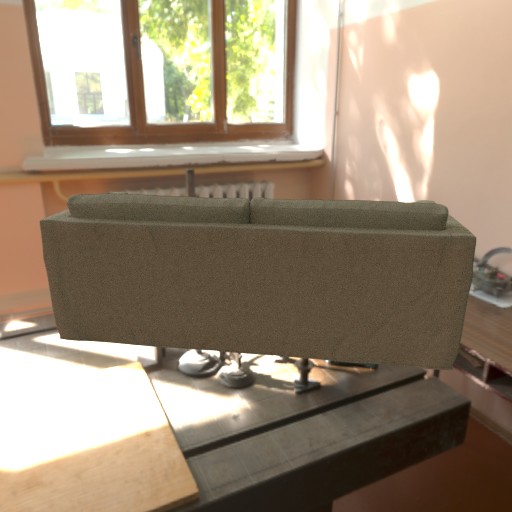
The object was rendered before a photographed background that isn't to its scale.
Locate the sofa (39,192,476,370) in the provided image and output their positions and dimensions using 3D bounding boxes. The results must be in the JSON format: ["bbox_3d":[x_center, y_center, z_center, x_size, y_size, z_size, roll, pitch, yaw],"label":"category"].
[{"bbox_3d":[0.000,0.000,2.767,2.296,0.847,0.956,3,18,8],"label":"sofa"}]
